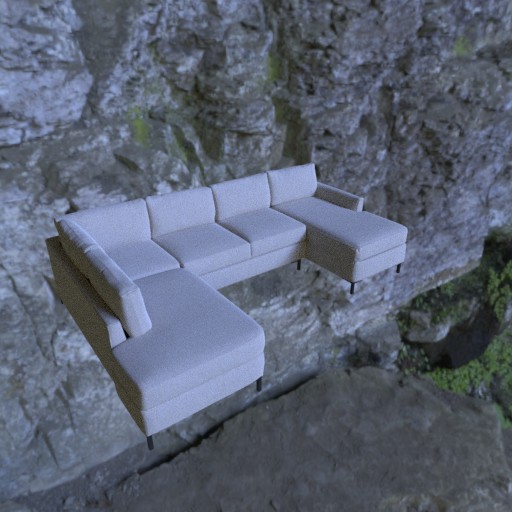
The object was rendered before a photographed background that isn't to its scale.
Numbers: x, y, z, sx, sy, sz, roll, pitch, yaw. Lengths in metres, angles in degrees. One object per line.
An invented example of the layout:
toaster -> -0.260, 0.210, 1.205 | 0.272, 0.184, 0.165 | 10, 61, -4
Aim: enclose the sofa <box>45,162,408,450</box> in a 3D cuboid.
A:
sofa -> 0.000, 0.000, 3.811 | 2.984, 0.862, 1.989 | -19, 32, -32
